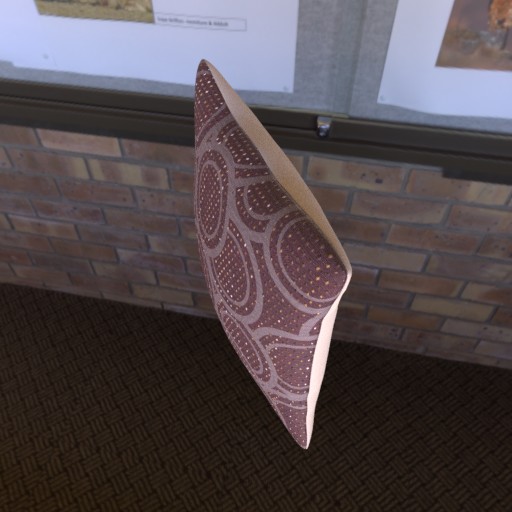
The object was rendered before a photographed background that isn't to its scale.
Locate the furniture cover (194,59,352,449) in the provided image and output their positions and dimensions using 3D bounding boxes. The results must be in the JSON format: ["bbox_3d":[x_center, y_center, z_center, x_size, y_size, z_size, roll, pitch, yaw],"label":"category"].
[{"bbox_3d":[0.000,0.000,0.816,0.193,0.509,0.552,-15,49,-14],"label":"furniture cover"}]
